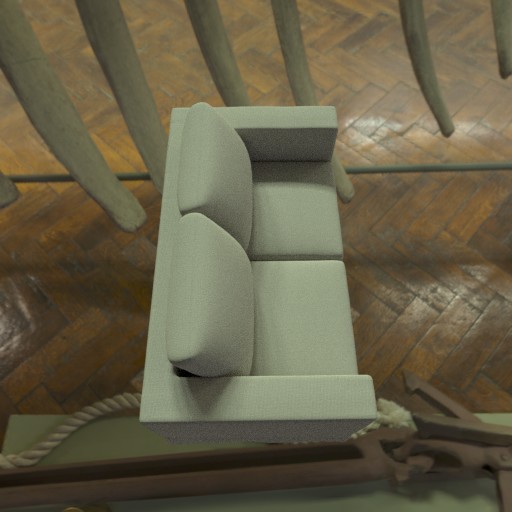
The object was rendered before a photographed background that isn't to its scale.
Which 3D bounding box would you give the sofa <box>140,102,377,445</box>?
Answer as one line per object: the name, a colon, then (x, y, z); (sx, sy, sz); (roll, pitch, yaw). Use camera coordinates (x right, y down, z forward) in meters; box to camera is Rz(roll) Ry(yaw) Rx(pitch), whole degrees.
sofa: (0.000, 0.000, 2.425); (1.009, 0.932, 1.813); (-1, 62, 0)
